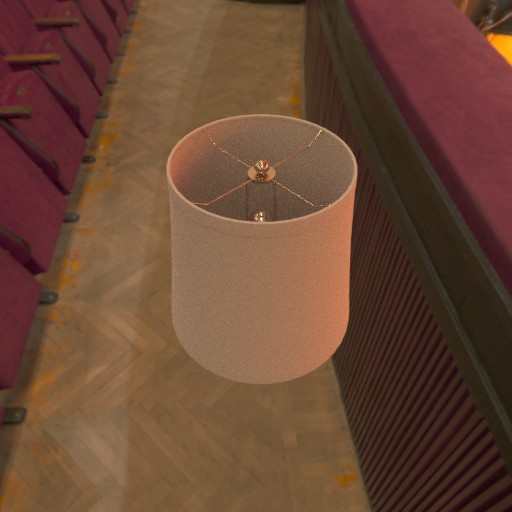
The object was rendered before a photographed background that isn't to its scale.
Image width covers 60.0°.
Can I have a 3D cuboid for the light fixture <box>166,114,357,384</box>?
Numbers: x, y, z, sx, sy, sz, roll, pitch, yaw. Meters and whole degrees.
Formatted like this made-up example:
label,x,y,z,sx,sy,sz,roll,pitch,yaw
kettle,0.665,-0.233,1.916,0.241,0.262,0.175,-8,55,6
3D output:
label,x,y,z,sx,sy,sz,roll,pitch,yaw
light fixture,0.000,0.000,0.591,0.223,0.381,0.348,-4,46,-3
